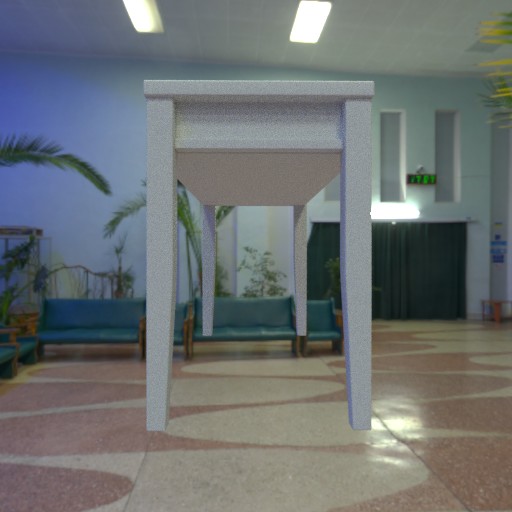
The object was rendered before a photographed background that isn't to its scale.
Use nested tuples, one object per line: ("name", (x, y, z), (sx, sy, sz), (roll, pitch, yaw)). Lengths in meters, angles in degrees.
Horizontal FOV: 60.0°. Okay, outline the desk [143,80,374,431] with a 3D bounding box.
("desk", (0.000, 0.000, 1.582), (0.508, 0.775, 1.220), (0, 0, -1))
